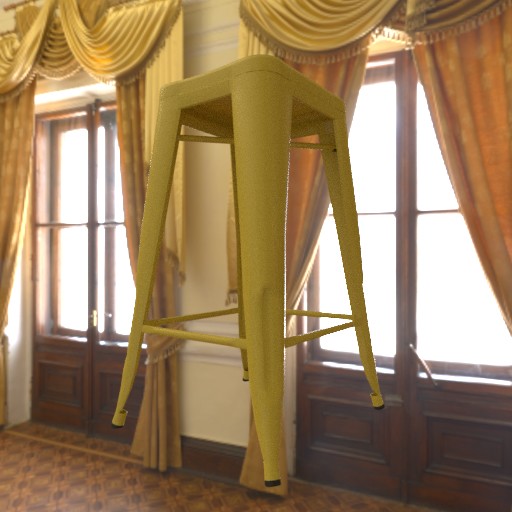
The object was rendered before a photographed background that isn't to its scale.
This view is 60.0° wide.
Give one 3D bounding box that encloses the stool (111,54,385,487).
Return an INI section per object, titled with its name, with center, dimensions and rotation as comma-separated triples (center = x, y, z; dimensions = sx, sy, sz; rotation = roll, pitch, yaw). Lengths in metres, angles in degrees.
[stool]
center = 0.000, 0.000, 0.838
dimensions = 0.359, 0.609, 0.399
rotation = 0, 0, 36
